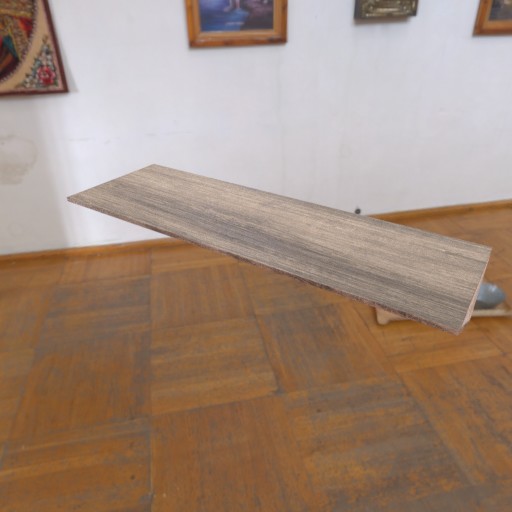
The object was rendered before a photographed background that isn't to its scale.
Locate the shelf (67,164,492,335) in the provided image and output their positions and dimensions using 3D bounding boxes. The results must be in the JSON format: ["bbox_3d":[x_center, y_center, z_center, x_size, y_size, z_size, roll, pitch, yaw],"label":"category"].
[{"bbox_3d":[0.000,0.000,0.684,0.610,0.125,0.200,18,35,28],"label":"shelf"}]
